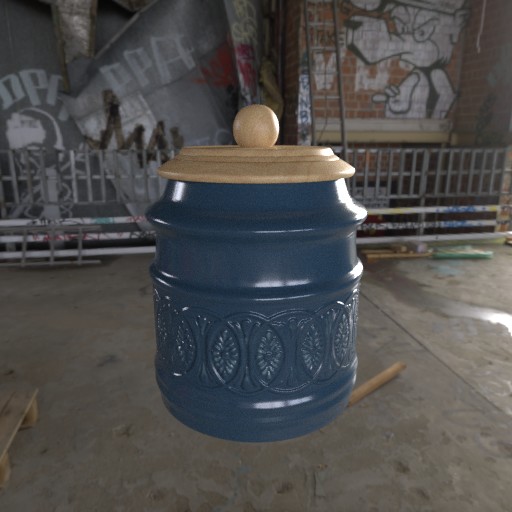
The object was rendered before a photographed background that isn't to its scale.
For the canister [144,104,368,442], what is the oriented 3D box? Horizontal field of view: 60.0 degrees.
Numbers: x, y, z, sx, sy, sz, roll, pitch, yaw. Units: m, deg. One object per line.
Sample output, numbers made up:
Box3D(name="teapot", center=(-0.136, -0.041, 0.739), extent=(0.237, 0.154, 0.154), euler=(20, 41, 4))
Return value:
Box3D(name="canister", center=(0.000, 0.000, 0.273), extent=(0.130, 0.176, 0.130), euler=(0, 15, 0))
